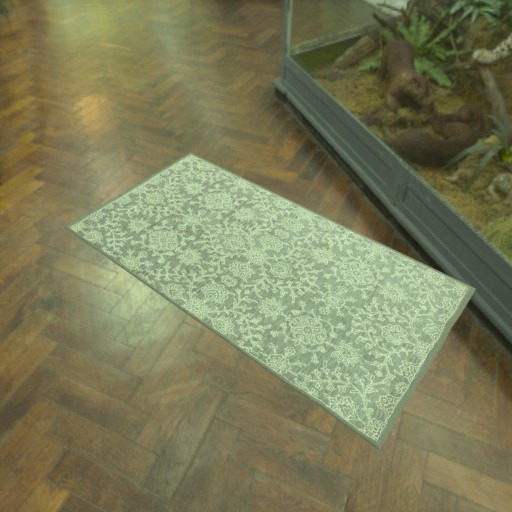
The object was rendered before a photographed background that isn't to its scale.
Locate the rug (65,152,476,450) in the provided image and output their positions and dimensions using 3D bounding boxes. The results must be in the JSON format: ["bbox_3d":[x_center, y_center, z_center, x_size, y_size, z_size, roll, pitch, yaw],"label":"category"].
[{"bbox_3d":[0.000,0.000,3.619,3.048,0.011,1.546,30,52,26],"label":"rug"}]
